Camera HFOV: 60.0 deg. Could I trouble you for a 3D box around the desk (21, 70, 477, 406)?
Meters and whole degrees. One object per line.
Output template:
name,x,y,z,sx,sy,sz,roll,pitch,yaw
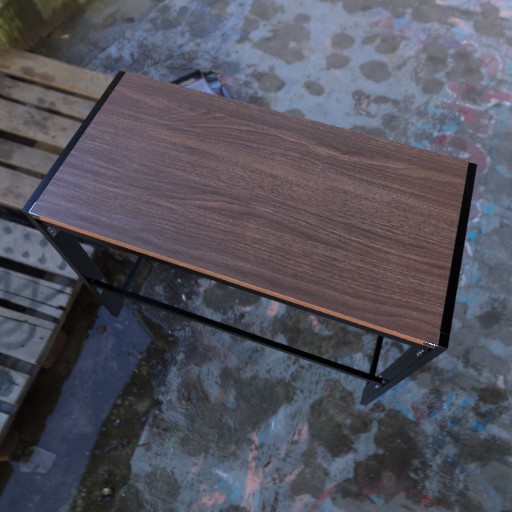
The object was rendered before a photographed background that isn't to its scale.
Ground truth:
desk,0.000,0.000,1.429,1.016,0.762,0.508,17,64,9
